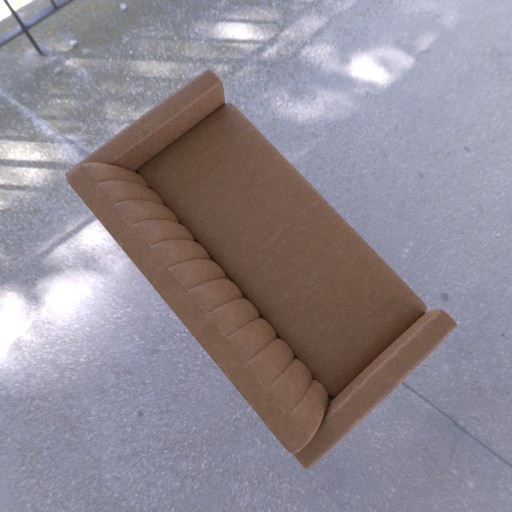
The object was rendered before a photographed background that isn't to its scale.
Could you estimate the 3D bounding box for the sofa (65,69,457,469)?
[{"bbox_3d":[0.000,0.000,2.370,0.993,0.821,1.847,-40,79,-9],"label":"sofa"}]
